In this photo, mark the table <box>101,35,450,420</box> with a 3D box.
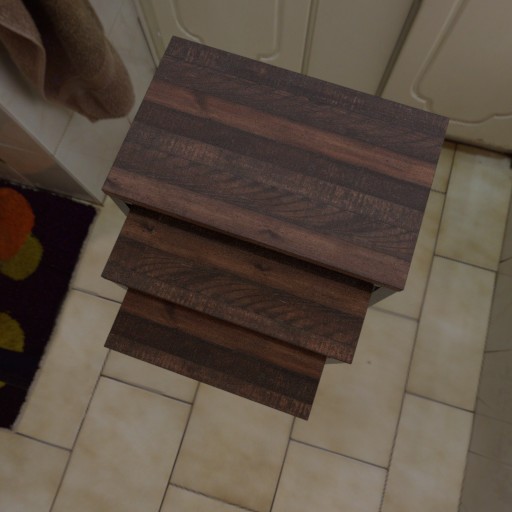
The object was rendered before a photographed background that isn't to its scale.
[{"bbox_3d":[0.000,0.000,1.149,0.608,0.616,0.660,19,76,5],"label":"table"}]
